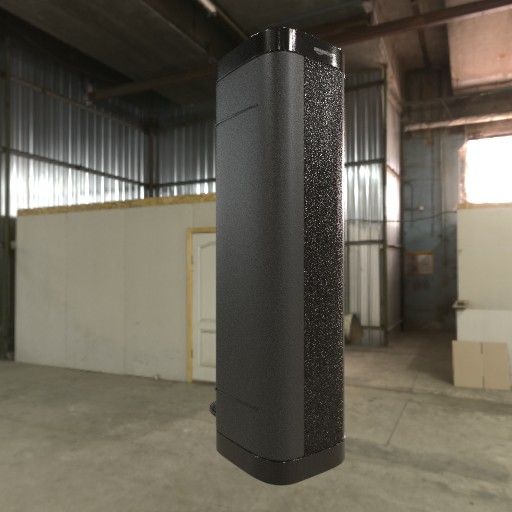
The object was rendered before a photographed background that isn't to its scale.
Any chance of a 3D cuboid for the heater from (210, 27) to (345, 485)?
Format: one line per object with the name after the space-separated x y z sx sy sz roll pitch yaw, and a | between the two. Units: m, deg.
0.000 0.000 0.694 0.174 0.552 0.312 0 -1 -36 | heater
